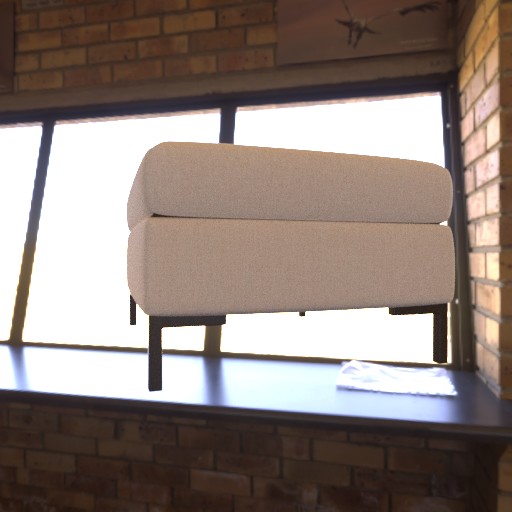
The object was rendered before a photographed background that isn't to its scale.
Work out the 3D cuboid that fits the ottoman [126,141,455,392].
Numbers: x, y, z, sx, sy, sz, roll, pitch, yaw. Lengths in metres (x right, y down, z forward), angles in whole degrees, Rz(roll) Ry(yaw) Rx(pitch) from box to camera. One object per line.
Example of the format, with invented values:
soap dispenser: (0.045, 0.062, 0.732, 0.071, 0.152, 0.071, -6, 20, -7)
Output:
ottoman: (0.000, 0.000, 1.195, 0.657, 0.453, 0.794, 0, 0, -18)
